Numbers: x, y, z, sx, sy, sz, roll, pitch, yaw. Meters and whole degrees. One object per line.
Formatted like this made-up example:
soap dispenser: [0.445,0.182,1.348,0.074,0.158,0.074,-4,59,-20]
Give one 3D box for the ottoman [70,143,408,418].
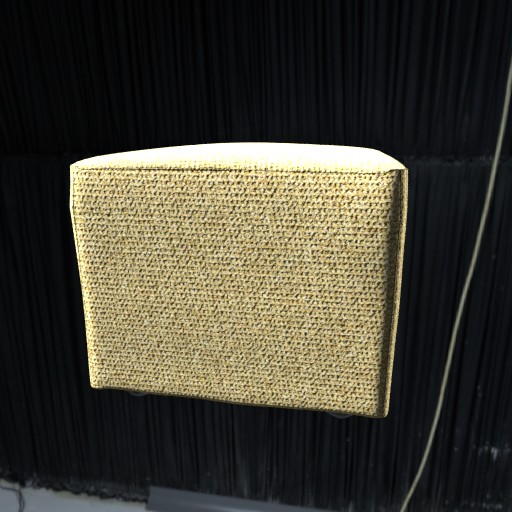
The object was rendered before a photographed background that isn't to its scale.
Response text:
ottoman: [0.000,0.000,0.903,0.505,0.441,0.512,3,16,10]
